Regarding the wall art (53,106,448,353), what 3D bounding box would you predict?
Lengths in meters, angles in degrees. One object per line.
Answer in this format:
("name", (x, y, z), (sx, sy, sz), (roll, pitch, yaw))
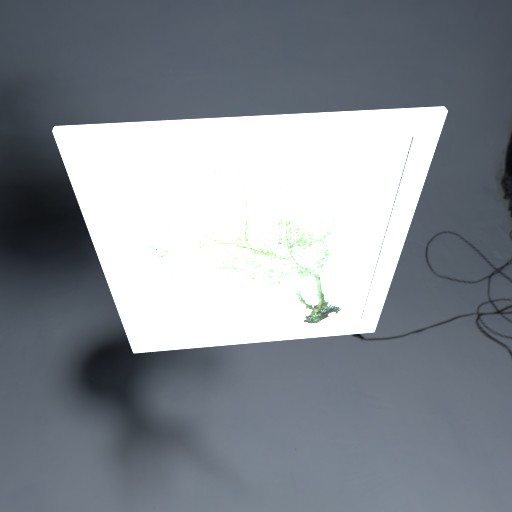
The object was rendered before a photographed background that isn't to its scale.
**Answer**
("wall art", (0.000, 0.000, 0.868), (0.584, 0.584, 0.013), (-4, 46, -4))
